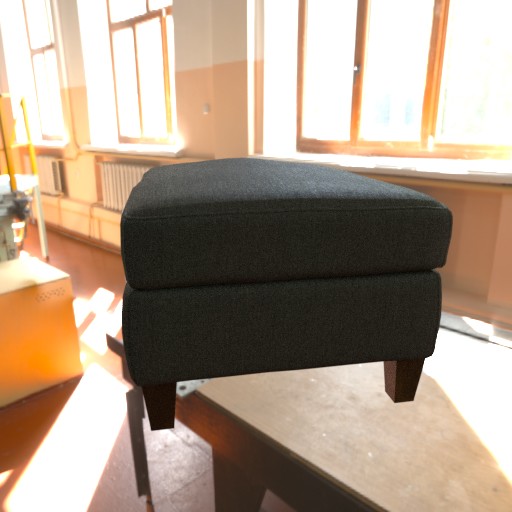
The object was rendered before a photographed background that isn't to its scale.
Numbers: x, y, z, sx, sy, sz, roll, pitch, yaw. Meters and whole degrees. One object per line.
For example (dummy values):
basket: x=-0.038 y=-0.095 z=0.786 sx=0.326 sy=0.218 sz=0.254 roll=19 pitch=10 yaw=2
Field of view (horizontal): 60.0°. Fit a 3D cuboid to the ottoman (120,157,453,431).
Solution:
ottoman: x=0.000 y=0.000 z=1.205 sx=0.639 sy=0.496 sz=0.826 roll=-3 pitch=17 yaw=-10
